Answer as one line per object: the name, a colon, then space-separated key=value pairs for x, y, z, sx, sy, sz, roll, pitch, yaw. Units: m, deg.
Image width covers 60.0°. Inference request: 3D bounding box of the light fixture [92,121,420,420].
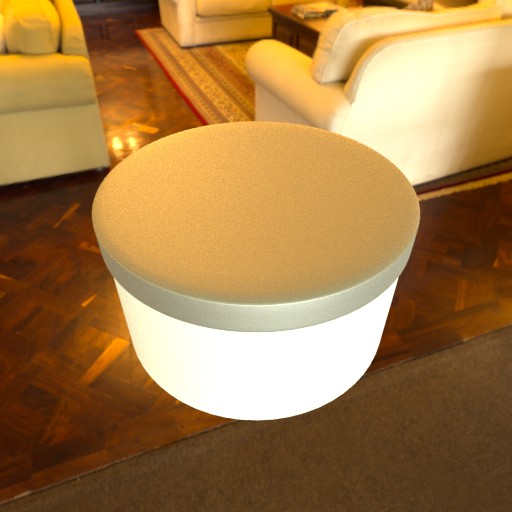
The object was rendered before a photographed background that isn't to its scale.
light fixture: x=0.000 y=0.000 z=0.624 sx=0.393 sy=0.229 sz=0.393 roll=0 pitch=41 yaw=0
